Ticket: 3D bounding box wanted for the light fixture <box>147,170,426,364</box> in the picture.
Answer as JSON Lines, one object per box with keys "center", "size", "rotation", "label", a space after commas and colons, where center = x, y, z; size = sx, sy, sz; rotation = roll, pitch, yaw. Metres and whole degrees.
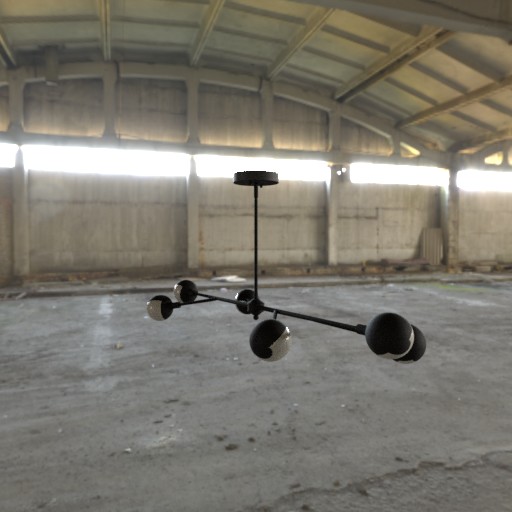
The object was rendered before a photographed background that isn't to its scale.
{"center": [0.000, 0.000, 0.980], "size": [0.434, 0.362, 0.778], "rotation": [-1, 2, -18], "label": "light fixture"}
